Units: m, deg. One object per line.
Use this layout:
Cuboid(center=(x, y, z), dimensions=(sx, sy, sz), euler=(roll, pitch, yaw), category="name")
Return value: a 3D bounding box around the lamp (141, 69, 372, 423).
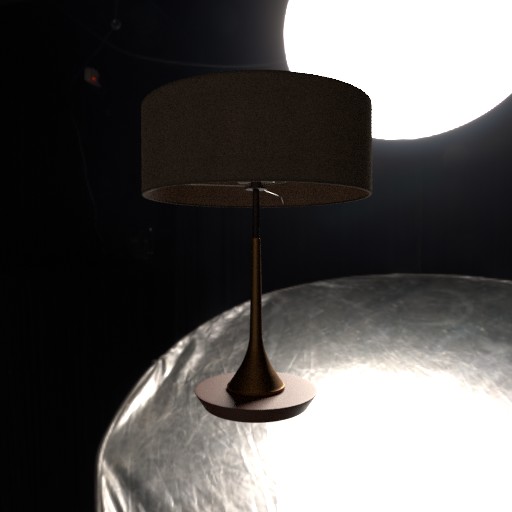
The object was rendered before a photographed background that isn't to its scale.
Cuboid(center=(0.000, 0.000, 0.825), dimensions=(0.417, 0.551, 0.396), euler=(0, 1, 18), category="lamp")
